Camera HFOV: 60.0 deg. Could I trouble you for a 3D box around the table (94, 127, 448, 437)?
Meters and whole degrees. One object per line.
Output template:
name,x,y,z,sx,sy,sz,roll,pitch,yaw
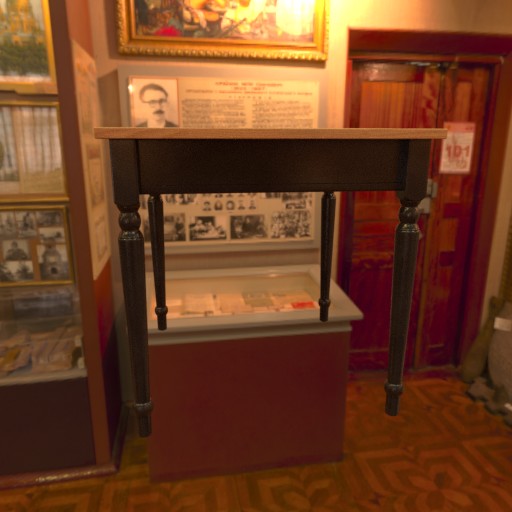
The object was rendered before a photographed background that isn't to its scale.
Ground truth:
table,0.000,0.000,1.370,0.747,0.738,0.747,-2,14,-8
